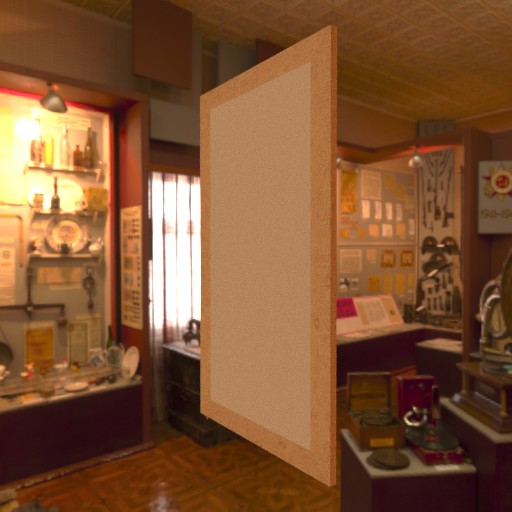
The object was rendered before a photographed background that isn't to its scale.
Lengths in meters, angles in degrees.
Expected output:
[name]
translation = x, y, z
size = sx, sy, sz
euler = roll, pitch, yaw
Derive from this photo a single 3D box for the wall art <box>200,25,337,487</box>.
[wall art]
translation = 0.000, 0.000, 0.810
size = 0.013, 0.683, 0.381
euler = -1, 1, -37
